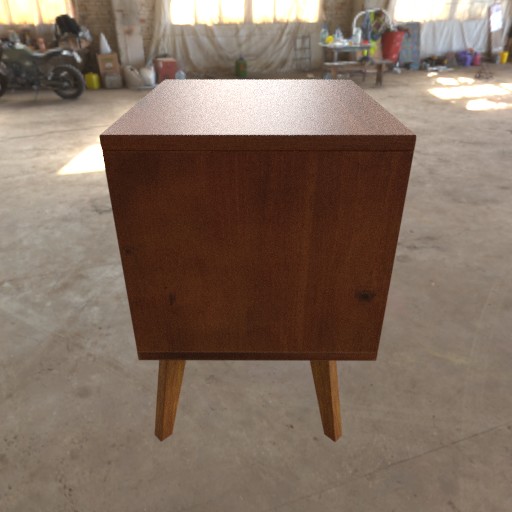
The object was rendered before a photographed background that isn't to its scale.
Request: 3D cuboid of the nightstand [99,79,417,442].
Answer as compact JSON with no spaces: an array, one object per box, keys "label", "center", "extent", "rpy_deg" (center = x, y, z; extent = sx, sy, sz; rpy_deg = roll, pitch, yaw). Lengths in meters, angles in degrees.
[{"label":"nightstand","center":[0.000,0.000,0.916],"extent":[0.411,0.618,0.460],"rpy_deg":[0,30,0]}]
